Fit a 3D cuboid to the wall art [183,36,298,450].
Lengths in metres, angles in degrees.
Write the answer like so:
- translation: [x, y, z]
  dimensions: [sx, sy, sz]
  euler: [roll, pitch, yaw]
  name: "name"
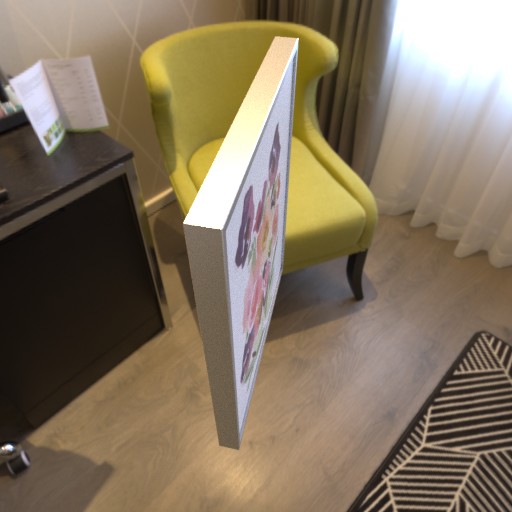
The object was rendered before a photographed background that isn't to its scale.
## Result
- translation: [0.000, 0.000, 0.757]
  dimensions: [0.038, 0.549, 0.452]
  euler: [9, 48, 9]
  name: "wall art"
